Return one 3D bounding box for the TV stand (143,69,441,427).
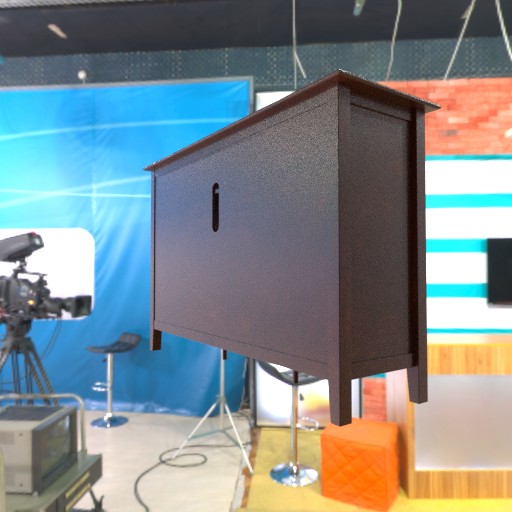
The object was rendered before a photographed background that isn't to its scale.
[{"bbox_3d":[0.000,0.000,1.795,0.445,0.915,1.372,1,-2,-35],"label":"TV stand"}]
